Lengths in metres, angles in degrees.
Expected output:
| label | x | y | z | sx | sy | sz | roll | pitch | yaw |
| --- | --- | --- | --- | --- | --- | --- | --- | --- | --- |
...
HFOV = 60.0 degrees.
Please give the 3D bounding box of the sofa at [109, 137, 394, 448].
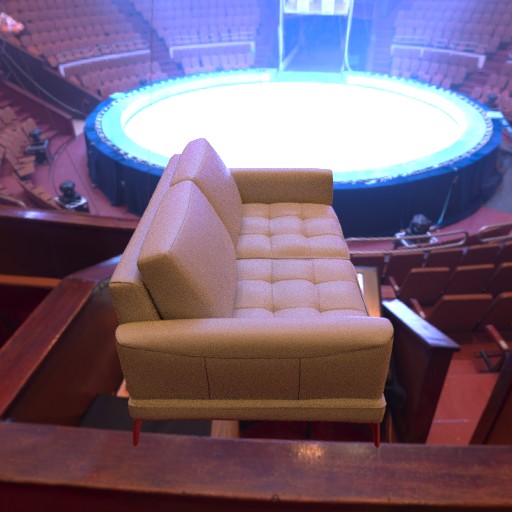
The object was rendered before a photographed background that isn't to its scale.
| label | x | y | z | sx | sy | sz | roll | pitch | yaw |
| --- | --- | --- | --- | --- | --- | --- | --- | --- | --- |
| sofa | 0.000 | 0.000 | 2.481 | 1.121 | 0.930 | 1.819 | 0 | 32 | 0 |
